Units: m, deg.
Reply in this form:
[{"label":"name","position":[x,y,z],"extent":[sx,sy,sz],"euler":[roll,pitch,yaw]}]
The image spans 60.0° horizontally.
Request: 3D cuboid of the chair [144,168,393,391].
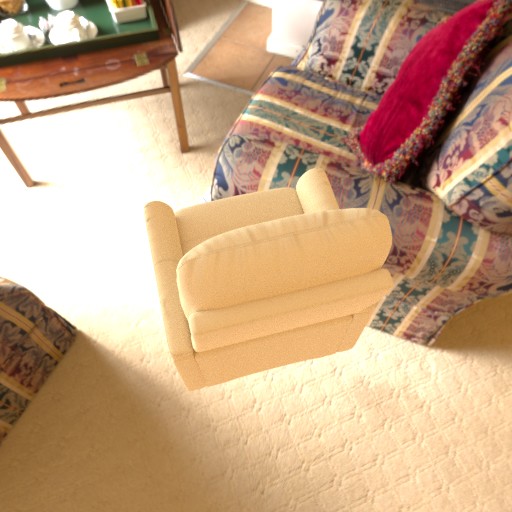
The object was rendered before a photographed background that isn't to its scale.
[{"label":"chair","position":[0.000,0.000,1.675],"extent":[0.775,1.082,0.831],"euler":[-13,60,-8]}]
